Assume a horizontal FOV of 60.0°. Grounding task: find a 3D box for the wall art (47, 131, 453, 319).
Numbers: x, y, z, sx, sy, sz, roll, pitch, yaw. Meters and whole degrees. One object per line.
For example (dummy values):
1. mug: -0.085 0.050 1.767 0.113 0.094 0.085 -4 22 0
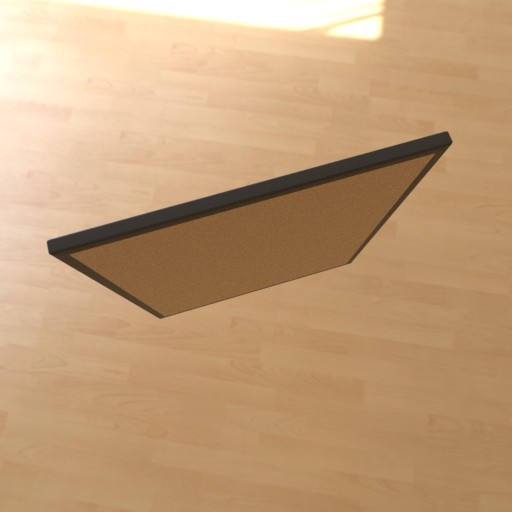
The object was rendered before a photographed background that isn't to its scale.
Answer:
1. wall art: 0.000 0.000 0.788 0.481 0.582 0.018 -16 76 -4
